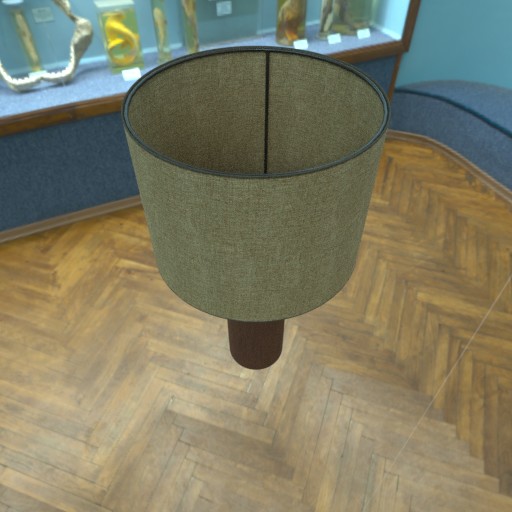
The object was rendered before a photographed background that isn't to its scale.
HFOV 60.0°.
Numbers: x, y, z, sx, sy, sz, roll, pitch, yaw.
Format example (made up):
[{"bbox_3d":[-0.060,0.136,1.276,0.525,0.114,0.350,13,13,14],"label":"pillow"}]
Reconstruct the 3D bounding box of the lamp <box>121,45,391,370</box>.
[{"bbox_3d":[0.000,0.000,0.465,0.202,0.350,0.202,0,46,0],"label":"lamp"}]
